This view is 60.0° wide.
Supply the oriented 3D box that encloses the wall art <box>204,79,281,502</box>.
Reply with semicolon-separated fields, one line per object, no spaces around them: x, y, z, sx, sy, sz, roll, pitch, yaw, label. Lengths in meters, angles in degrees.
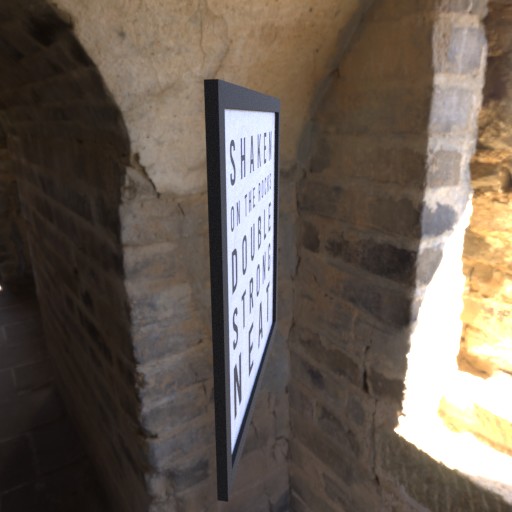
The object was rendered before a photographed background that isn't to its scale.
0.000;0.000;0.662;0.013;0.458;0.456;3;18;9;wall art
